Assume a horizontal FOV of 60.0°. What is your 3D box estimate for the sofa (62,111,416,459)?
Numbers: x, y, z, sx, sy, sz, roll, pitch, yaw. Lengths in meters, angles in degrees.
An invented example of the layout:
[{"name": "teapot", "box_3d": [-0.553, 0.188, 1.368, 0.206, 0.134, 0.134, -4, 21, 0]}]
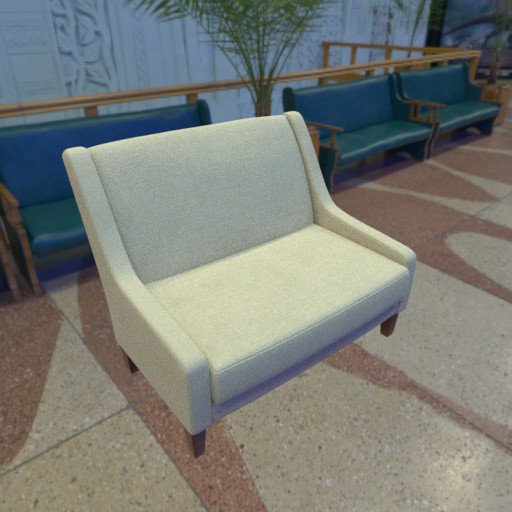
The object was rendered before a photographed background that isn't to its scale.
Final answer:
[{"name": "sofa", "box_3d": [0.000, 0.000, 1.954, 1.212, 0.976, 0.946, -21, 35, -33]}]
